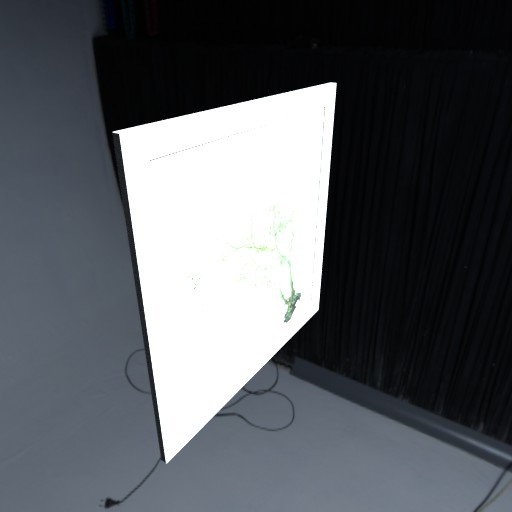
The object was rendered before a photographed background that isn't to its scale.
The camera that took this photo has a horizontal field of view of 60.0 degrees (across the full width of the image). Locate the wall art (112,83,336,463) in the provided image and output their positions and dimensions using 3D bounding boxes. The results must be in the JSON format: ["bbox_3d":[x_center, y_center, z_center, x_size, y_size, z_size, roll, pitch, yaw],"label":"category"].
[{"bbox_3d":[0.000,0.000,0.877,0.013,0.584,0.584,18,33,30],"label":"wall art"}]
